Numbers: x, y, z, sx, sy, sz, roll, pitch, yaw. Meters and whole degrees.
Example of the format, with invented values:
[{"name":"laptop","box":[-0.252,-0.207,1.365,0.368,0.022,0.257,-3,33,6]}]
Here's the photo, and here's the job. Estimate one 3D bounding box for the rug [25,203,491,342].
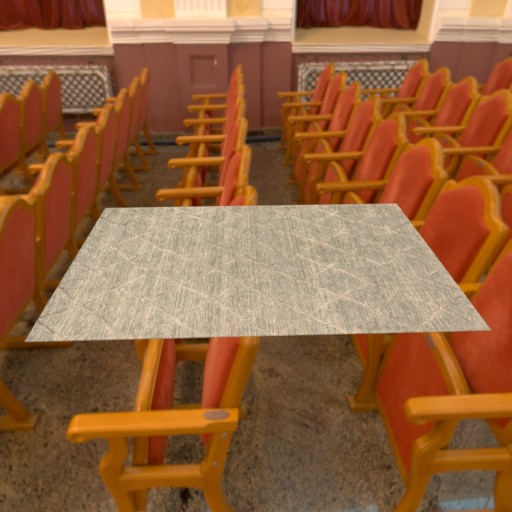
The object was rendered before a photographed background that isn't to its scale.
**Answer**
[{"name":"rug","box":[0.000,0.000,2.820,2.283,0.006,1.521,-1,31,-2]}]
